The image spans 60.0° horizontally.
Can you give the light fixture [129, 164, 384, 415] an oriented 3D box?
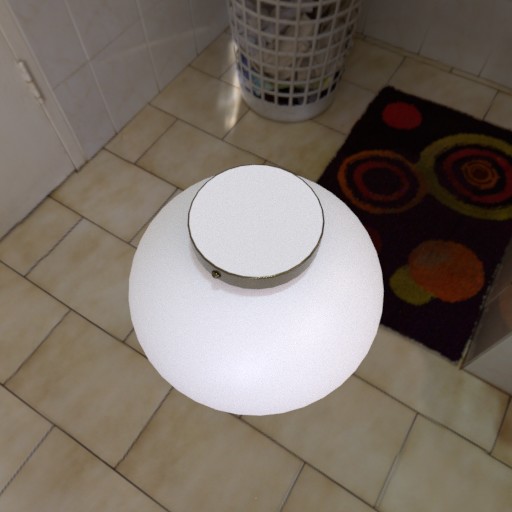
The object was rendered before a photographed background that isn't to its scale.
[{"bbox_3d":[0.000,0.000,0.557,0.355,0.177,0.355,0,61,0],"label":"light fixture"}]
